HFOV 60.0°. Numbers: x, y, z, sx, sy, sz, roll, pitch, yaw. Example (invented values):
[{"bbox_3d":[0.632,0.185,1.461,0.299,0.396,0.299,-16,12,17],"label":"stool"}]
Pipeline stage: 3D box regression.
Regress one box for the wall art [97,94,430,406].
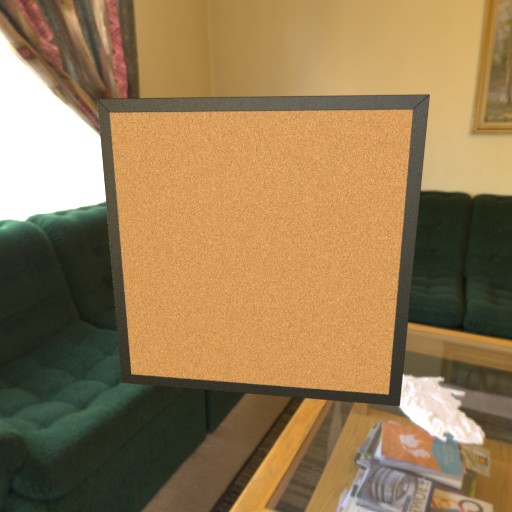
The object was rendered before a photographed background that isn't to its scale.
[{"bbox_3d":[0.000,0.000,0.752,0.508,0.508,0.036,2,15,8],"label":"wall art"}]
